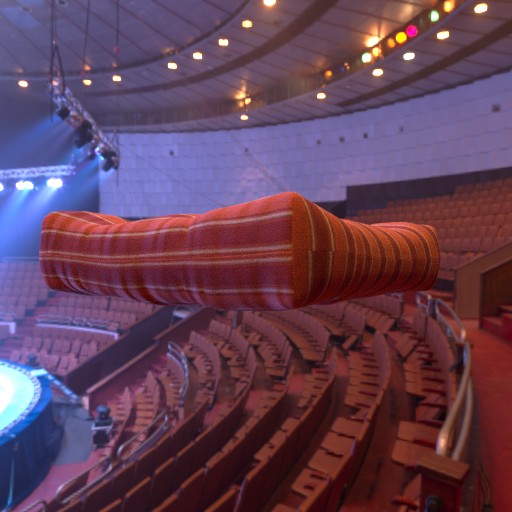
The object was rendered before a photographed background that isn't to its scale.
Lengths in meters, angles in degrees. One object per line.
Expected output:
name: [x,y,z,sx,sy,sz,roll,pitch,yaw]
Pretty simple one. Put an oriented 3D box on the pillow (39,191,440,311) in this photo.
pillow: [0.000,0.000,0.715,0.468,0.133,0.490,0,-1,36]
